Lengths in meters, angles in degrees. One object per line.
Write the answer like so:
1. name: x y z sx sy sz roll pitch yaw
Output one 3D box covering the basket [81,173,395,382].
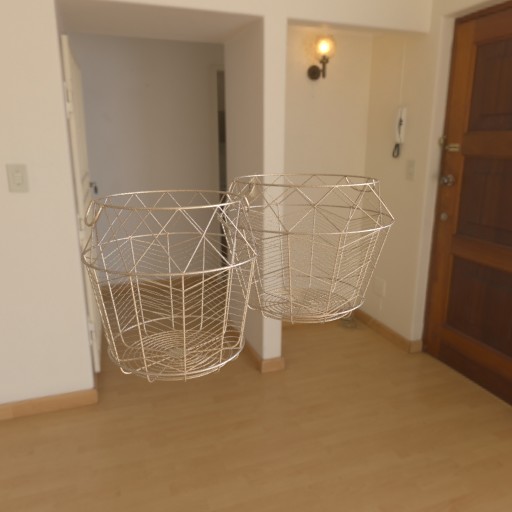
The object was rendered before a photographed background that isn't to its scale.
1. basket: 0.000 0.000 1.049 0.451 0.343 0.805 14 20 43
